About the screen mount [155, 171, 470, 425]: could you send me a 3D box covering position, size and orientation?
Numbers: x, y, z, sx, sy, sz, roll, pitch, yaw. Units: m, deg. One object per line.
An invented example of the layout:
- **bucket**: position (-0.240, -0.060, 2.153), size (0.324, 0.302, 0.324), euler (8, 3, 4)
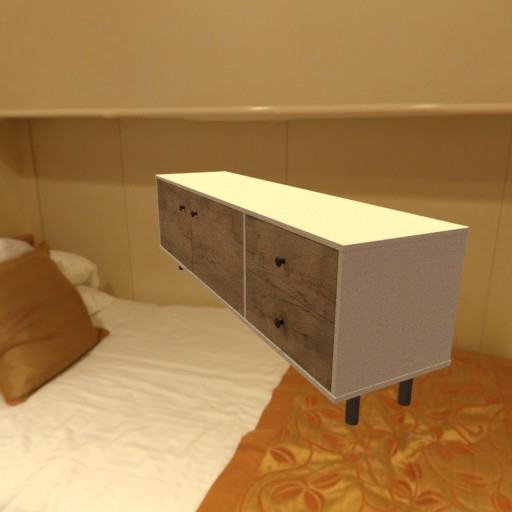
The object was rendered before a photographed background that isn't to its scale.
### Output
- **screen mount**: position (0.000, 0.000, 1.803), size (0.418, 0.520, 1.600), euler (-8, 18, -26)
